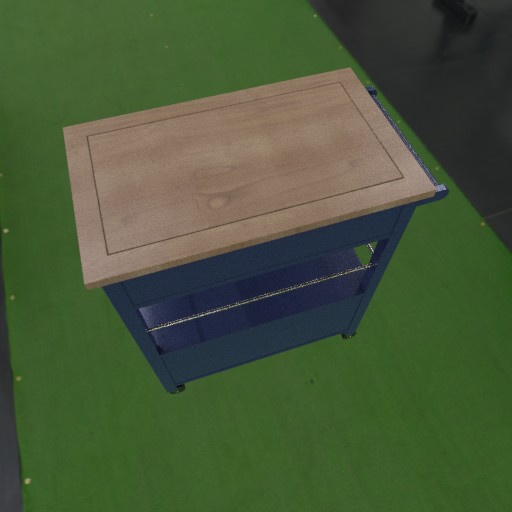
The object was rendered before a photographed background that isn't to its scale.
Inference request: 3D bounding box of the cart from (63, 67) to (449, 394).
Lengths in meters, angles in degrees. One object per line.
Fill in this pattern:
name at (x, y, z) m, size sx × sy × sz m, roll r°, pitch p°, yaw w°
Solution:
cart at (0.000, 0.000, 1.412) m, size 0.840 × 0.901 × 0.459 m, roll -15°, pitch 59°, yaw -10°
